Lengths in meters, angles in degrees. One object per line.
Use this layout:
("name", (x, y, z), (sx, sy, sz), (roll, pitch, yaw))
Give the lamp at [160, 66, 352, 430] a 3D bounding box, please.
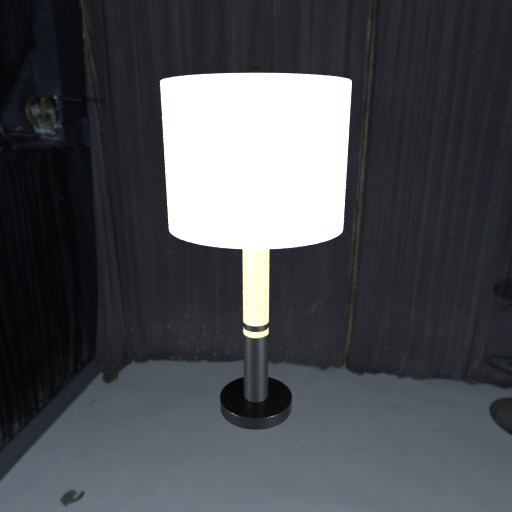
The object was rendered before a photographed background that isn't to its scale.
("lamp", (0.000, 0.000, 0.807), (0.305, 0.640, 0.305), (2, 17, 8))
